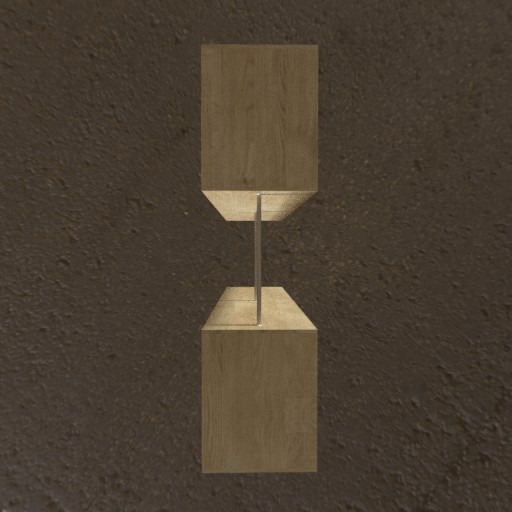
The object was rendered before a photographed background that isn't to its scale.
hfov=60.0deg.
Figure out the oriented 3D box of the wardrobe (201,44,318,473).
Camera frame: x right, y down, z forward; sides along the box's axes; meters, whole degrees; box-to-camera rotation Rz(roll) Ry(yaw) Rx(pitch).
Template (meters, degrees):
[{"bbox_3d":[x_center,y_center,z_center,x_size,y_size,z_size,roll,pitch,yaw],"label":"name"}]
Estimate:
[{"bbox_3d":[0.000,0.000,2.833,0.480,2.000,1.770,0,91,-1],"label":"wardrobe"}]
